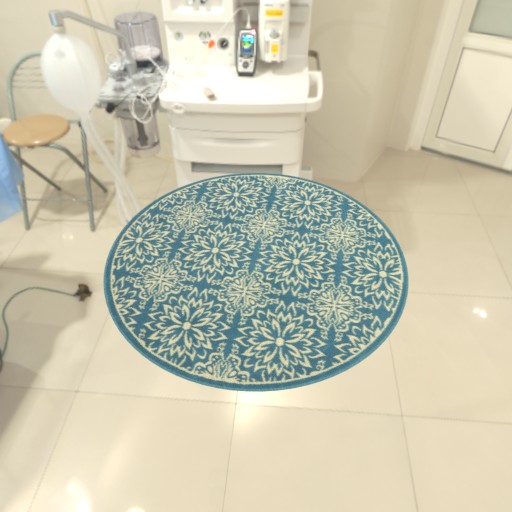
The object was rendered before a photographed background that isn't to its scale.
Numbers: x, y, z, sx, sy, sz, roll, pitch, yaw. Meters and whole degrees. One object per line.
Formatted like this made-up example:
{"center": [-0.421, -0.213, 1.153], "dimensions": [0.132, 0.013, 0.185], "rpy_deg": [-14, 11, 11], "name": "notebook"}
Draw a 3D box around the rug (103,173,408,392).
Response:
{"center": [0.000, 0.000, 2.383], "dimensions": [1.593, 0.012, 1.593], "rpy_deg": [0, 44, 0], "name": "rug"}
